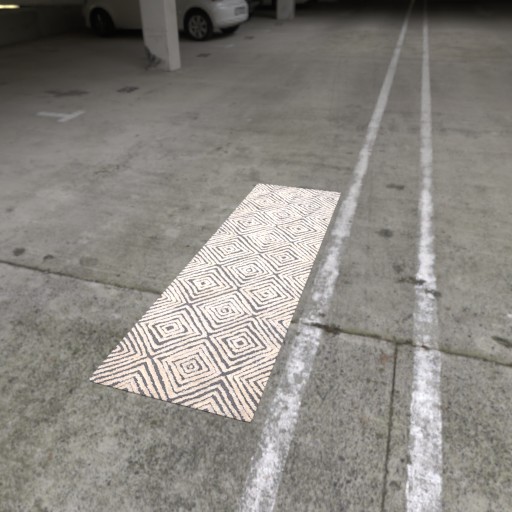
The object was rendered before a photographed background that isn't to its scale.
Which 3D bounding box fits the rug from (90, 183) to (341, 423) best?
[{"bbox_3d":[0.000,0.000,2.597,0.676,0.008,2.277,9,31,15],"label":"rug"}]
